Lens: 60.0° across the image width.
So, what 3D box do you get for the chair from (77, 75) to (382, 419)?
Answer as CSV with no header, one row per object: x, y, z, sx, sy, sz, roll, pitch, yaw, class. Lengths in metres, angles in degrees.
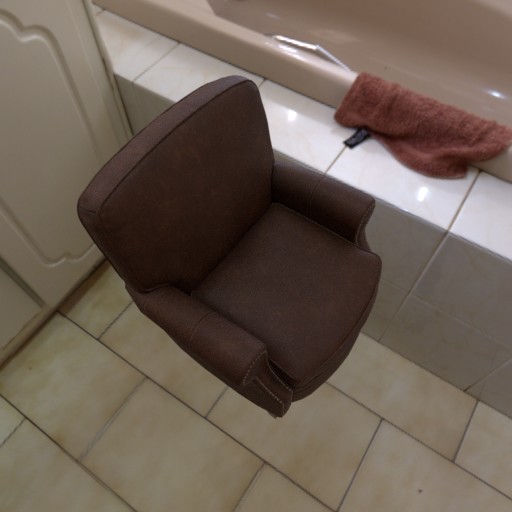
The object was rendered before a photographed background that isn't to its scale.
0.000,0.000,1.771,0.986,1.018,0.936,32,64,18,chair
